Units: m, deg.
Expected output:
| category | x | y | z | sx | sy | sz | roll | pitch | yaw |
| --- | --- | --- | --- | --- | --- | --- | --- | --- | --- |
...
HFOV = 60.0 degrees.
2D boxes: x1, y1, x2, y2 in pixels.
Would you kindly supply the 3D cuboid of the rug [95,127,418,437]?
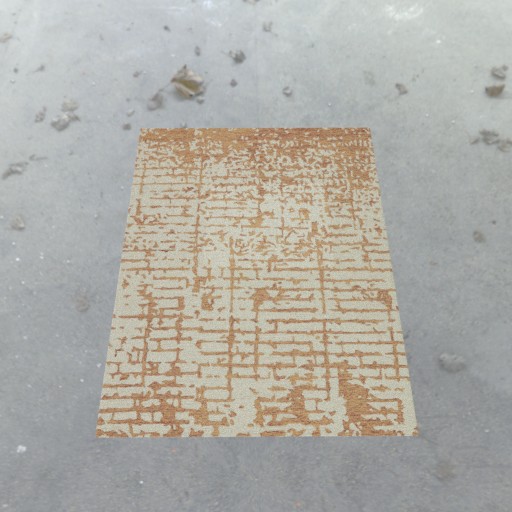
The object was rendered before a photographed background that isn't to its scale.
| category | x | y | z | sx | sy | sz | roll | pitch | yaw |
| --- | --- | --- | --- | --- | --- | --- | --- | --- | --- |
| rug | 0.000 | 0.000 | 4.029 | 2.441 | 0.011 | 3.050 | 0 | 63 | 0 |
